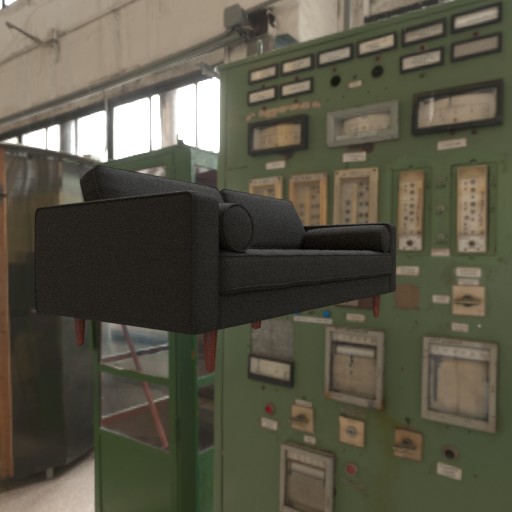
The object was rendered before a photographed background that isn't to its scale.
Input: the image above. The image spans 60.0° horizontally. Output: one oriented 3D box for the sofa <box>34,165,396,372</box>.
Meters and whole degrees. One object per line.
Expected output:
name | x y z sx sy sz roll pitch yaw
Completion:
sofa | 0.000 0.000 2.307 0.914 0.759 1.875 0 0 35
